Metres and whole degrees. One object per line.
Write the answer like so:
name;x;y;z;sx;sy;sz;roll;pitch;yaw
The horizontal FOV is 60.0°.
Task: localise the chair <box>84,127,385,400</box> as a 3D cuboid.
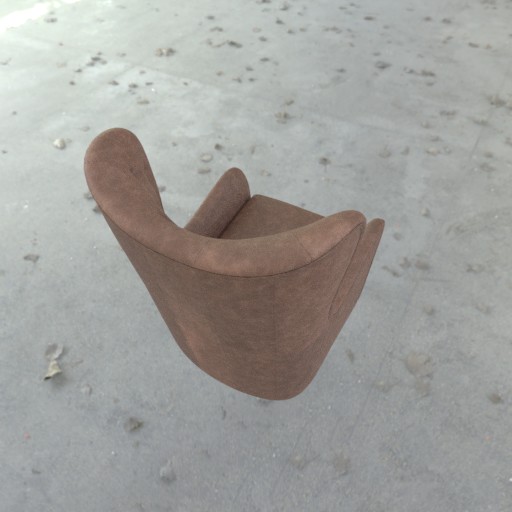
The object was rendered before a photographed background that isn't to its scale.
chair;0.000;0.000;1.718;0.831;1.079;0.930;23;51;21
